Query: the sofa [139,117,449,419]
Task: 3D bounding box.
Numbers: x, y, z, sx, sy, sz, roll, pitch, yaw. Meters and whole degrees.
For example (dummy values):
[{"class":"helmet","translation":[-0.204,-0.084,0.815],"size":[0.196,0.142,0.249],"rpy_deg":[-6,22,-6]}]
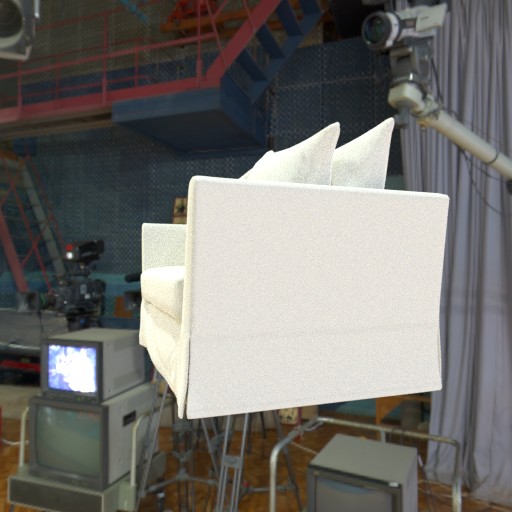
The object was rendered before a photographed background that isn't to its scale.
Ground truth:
[{"class":"sofa","translation":[0.000,0.000,2.227],"size":[1.026,1.039,1.608],"rpy_deg":[1,-2,-20]}]
